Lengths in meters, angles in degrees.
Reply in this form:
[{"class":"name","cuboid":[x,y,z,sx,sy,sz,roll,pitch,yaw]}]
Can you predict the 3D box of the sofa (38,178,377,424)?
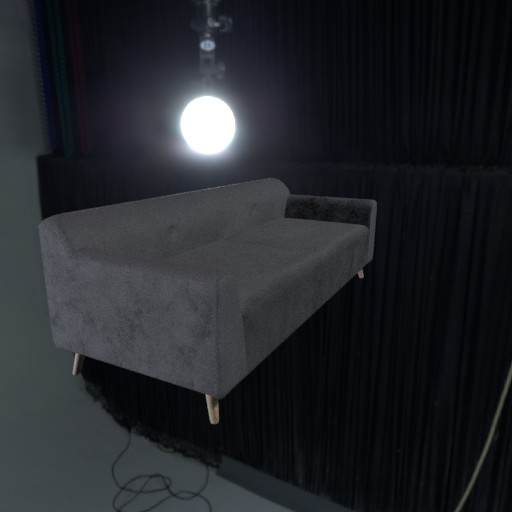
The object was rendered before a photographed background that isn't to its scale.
[{"class":"sofa","cuboid":[0.000,0.000,2.647,0.900,0.740,2.190,8,17,27]}]
